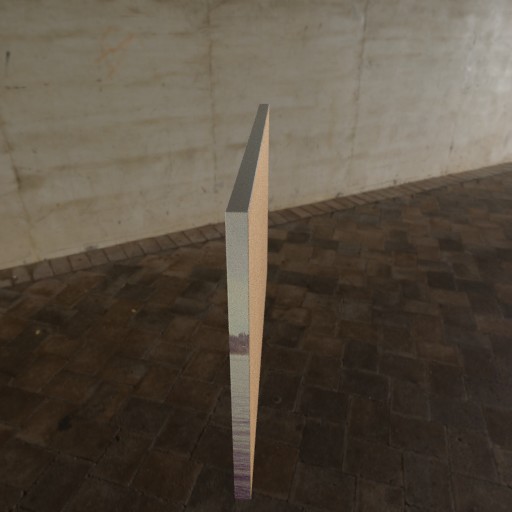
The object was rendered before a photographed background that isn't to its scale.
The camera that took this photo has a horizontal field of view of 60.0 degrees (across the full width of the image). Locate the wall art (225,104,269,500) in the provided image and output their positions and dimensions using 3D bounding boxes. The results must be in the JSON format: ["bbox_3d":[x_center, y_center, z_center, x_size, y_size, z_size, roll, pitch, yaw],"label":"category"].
[{"bbox_3d":[0.000,0.000,0.766,0.021,0.410,0.615,2,28,3],"label":"wall art"}]
